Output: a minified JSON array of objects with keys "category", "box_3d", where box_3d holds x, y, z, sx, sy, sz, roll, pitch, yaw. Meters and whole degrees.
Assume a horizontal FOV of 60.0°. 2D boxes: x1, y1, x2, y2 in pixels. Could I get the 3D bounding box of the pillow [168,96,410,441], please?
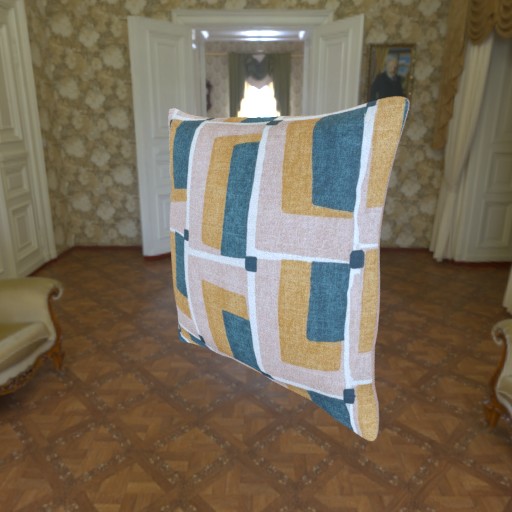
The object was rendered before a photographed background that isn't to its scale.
[{"category":"pillow","box_3d":[0.000,0.000,0.733,0.478,0.479,0.158,15,22,42]}]
